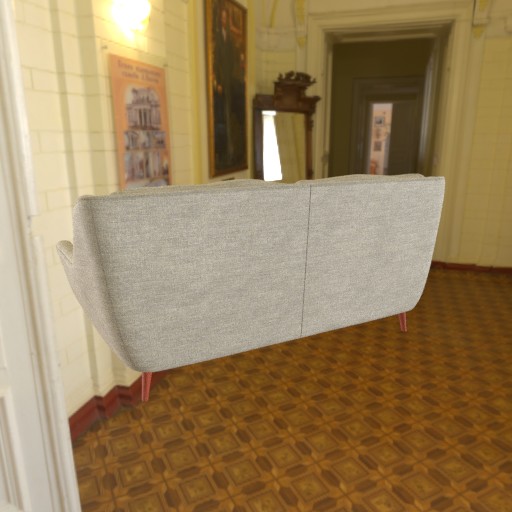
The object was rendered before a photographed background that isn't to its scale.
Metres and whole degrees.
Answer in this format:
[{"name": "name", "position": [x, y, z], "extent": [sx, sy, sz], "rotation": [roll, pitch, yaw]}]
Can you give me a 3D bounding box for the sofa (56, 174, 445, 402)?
[{"name": "sofa", "position": [0.000, 0.000, 2.412], "extent": [1.930, 0.897, 0.976], "rotation": [-8, 17, -27]}]
